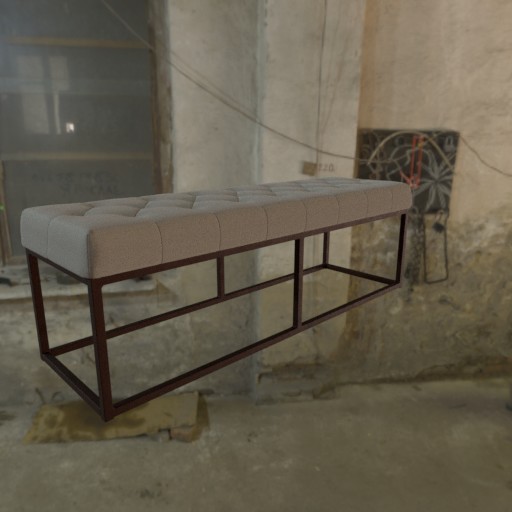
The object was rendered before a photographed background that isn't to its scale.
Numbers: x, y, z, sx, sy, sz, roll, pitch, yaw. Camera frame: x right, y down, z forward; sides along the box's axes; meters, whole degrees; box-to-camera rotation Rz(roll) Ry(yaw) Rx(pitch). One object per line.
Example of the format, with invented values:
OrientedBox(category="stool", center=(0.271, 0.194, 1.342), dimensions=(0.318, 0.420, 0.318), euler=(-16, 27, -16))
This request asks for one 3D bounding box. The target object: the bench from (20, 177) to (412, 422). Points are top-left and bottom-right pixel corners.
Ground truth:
OrientedBox(category="bench", center=(0.000, 0.000, 1.673), dimensions=(1.488, 0.488, 0.479), euler=(-14, 21, -42))
